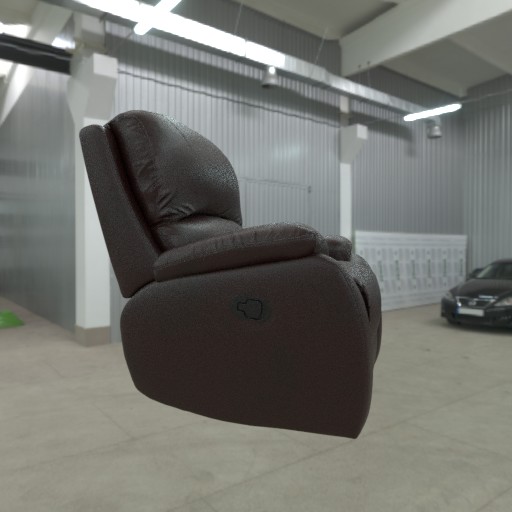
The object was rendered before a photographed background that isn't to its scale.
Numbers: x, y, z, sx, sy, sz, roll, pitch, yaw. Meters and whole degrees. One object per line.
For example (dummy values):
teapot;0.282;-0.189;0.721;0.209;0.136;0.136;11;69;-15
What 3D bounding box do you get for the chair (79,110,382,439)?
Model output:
chair;0.000;0.000;1.656;0.899;1.011;0.930;0;1;18
